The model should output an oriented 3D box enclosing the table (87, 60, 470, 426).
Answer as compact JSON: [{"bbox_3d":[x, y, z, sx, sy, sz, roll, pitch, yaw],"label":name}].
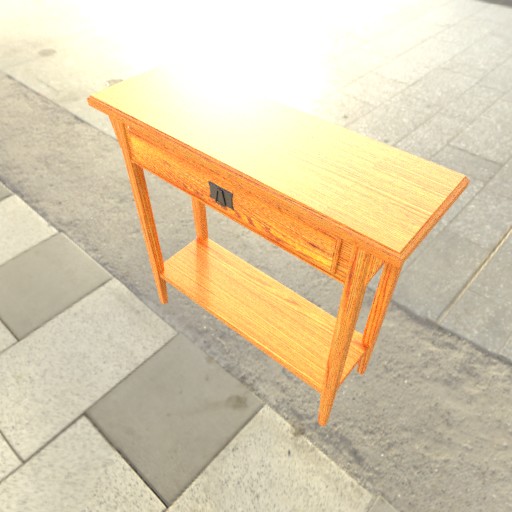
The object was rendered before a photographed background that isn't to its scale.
[{"bbox_3d":[0.000,0.000,1.126,0.762,0.711,0.254,31,54,26],"label":"table"}]
